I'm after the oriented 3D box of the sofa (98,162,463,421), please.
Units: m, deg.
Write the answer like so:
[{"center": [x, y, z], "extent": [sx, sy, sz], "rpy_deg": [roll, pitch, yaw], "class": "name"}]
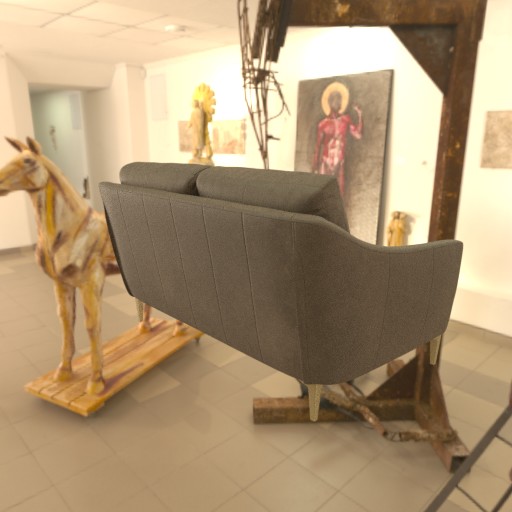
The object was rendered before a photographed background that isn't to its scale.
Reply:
[{"center": [0.000, 0.000, 2.175], "extent": [0.960, 0.902, 1.619], "rpy_deg": [-15, 21, -42], "class": "sofa"}]
